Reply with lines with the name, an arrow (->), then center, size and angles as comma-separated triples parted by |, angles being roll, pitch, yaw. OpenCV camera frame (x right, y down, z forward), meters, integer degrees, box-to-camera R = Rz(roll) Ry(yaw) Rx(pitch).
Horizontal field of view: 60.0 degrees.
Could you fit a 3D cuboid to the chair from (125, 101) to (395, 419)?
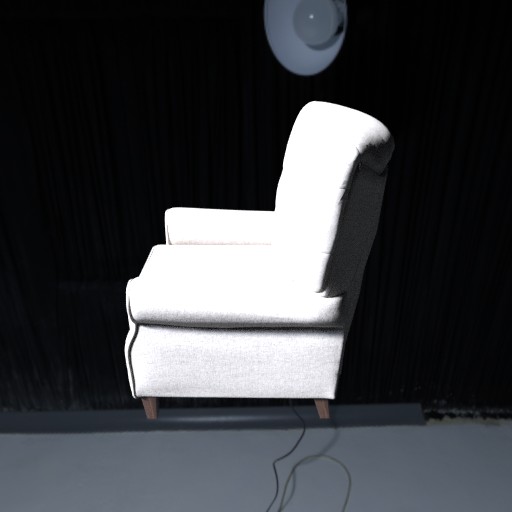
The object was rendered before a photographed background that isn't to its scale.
chair -> 0.000, 0.000, 1.921 | 1.025, 1.209, 0.942 | 0, 27, 1
